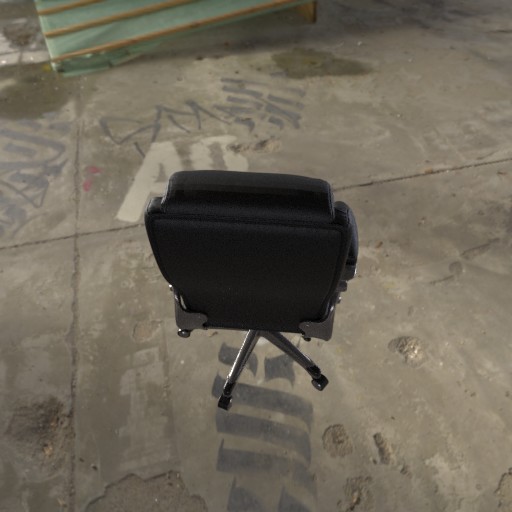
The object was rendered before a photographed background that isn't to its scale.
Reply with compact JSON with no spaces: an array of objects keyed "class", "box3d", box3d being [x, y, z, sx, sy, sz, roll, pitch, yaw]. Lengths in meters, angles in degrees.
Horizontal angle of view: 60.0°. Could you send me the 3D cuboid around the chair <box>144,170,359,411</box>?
[{"class":"chair","box3d":[0.000,0.000,1.673,0.741,1.167,0.784,4,47,4]}]
